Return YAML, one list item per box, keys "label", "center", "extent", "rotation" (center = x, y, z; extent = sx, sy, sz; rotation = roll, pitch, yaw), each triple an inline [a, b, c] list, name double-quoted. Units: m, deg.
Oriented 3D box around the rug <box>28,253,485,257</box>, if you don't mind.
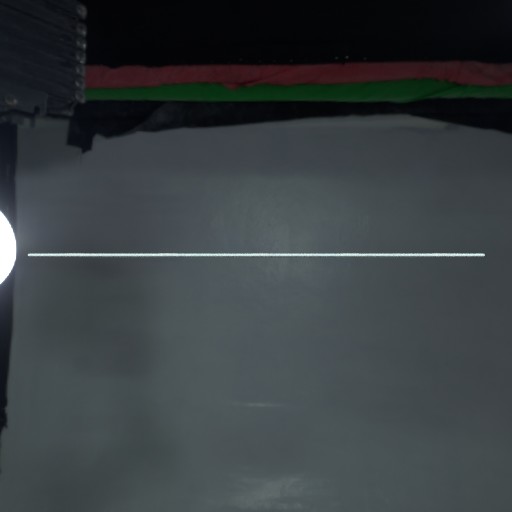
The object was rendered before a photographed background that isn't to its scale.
- label: "rug"
  center: [0.000, 0.000, 3.126]
  extent: [2.443, 0.015, 1.528]
  rotation: [0, 0, -1]
